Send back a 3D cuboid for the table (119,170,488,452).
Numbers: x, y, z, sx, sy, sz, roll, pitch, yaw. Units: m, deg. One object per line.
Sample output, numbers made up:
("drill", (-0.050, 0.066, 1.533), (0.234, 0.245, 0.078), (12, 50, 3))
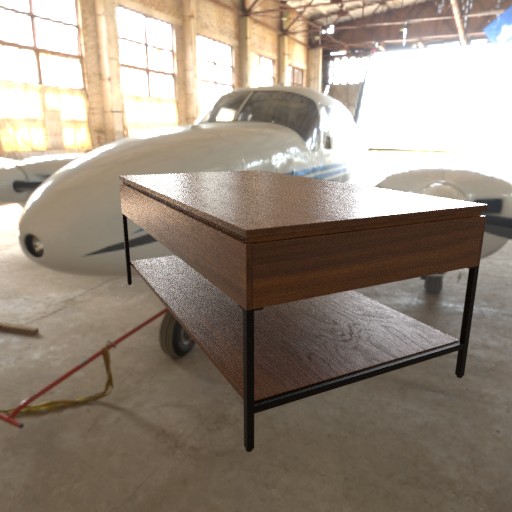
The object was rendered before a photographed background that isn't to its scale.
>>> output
("table", (0.000, 0.000, 1.328), (0.574, 0.414, 1.057), (-8, 17, -26))
